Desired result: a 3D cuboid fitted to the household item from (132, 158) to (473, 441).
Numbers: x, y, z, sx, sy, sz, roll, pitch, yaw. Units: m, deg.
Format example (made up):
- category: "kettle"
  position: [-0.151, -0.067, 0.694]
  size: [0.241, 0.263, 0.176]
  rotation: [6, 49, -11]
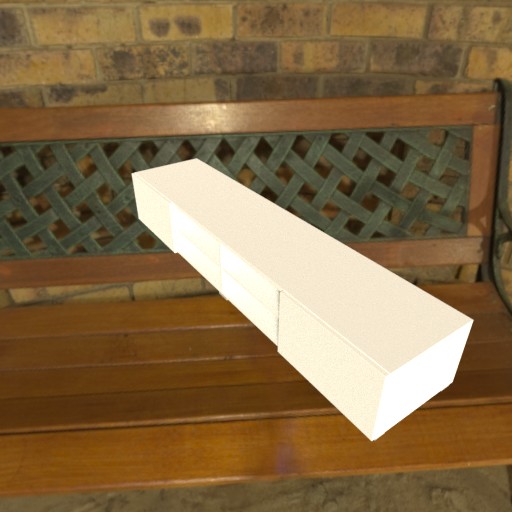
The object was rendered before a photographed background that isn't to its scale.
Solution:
- category: "household item"
  position: [0.000, 0.000, 2.056]
  size: [0.420, 0.310, 1.850]
  rotation: [-21, 38, -29]
